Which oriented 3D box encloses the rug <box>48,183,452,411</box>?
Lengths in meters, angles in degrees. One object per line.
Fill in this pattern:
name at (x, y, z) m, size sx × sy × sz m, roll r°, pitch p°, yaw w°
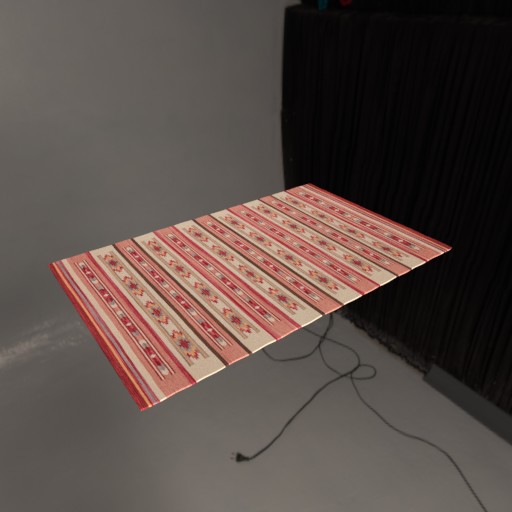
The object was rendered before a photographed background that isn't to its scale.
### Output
rug at (0.000, 0.000, 3.138) m, size 2.431 × 0.010 × 1.535 m, roll -21°, pitch 37°, yaw -31°
